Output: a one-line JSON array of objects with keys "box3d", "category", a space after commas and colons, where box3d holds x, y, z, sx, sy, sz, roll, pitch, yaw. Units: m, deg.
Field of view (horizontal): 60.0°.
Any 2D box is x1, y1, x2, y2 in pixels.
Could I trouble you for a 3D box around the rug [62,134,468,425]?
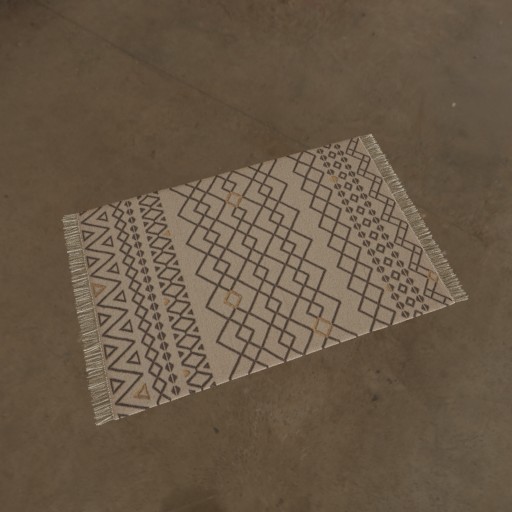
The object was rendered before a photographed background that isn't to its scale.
[{"box3d": [0.000, 0.000, 2.495, 2.023, 0.028, 1.224, -17, 64, -8], "category": "rug"}]
